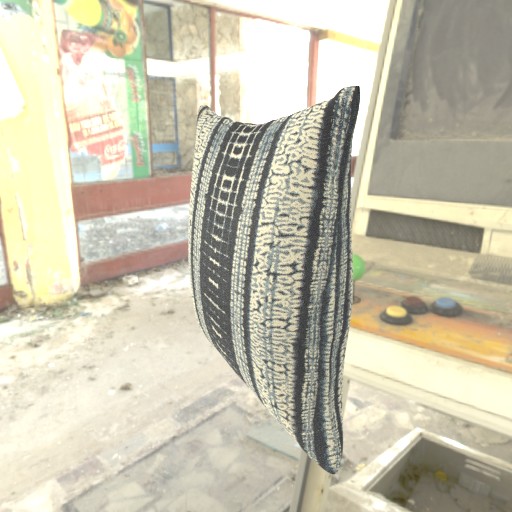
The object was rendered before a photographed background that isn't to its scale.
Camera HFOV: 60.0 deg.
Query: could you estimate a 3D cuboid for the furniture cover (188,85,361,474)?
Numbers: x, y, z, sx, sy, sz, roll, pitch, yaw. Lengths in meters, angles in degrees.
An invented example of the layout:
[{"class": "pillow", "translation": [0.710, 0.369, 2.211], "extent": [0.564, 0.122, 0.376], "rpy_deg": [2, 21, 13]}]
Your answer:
[{"class": "furniture cover", "translation": [0.000, 0.000, 0.645], "extent": [0.133, 0.435, 0.425], "rpy_deg": [-8, 18, -25]}]
